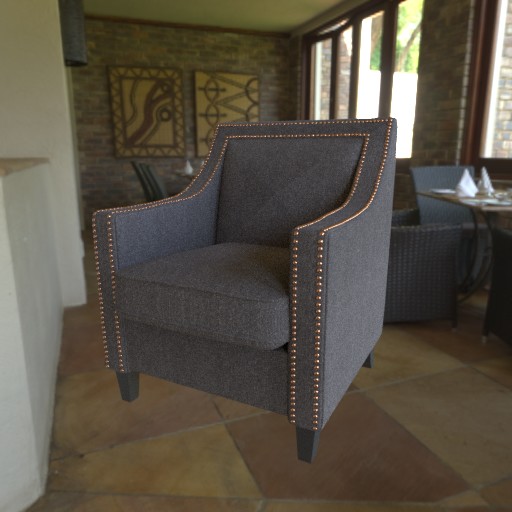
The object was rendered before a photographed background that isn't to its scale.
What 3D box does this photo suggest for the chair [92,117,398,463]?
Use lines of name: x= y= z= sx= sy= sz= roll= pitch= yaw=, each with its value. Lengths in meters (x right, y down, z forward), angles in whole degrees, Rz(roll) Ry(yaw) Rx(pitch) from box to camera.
chair: x=0.000 y=0.000 z=1.565 sx=0.776 sy=0.967 sz=0.884 roll=7 pitch=15 yaw=27
